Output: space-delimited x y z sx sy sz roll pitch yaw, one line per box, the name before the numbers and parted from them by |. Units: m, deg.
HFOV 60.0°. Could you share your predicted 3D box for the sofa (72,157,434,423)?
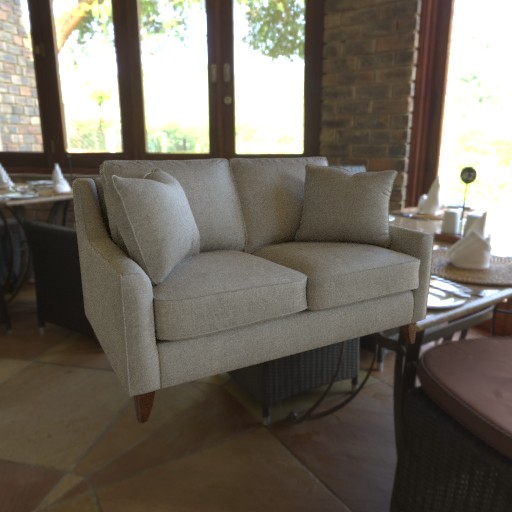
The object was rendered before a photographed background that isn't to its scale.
sofa | 0.000 0.000 2.035 1.422 0.863 0.915 -8 16 -28
